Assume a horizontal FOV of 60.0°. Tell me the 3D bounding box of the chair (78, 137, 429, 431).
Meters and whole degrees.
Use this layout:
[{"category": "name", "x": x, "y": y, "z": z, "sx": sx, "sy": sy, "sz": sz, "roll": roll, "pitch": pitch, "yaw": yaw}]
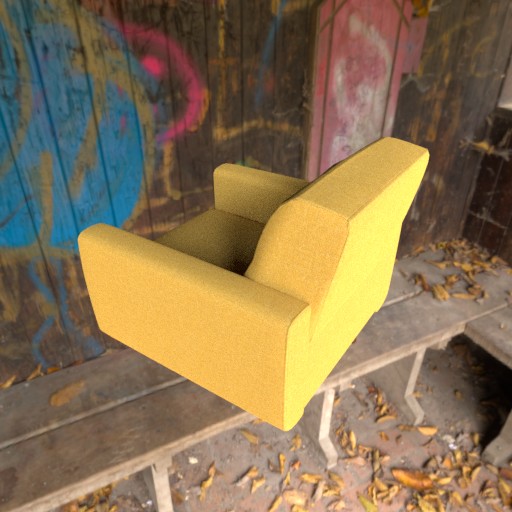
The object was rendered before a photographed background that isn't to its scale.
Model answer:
[{"category": "chair", "x": 0.000, "y": 0.000, "z": 1.579, "sx": 0.909, "sy": 0.841, "sz": 0.831, "roll": 20, "pitch": 37, "yaw": 29}]
